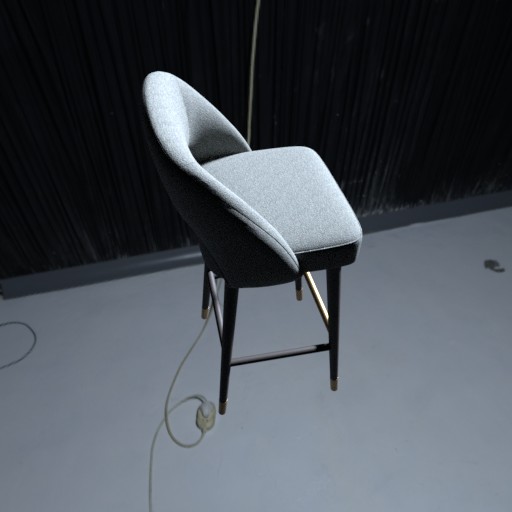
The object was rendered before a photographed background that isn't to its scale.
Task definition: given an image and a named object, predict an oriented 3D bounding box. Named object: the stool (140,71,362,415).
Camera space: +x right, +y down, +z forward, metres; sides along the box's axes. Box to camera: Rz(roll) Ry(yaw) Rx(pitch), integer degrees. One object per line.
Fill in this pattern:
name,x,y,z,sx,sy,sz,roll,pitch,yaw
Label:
stool,0.000,0.000,1.383,0.524,1.089,0.536,-9,46,-9
